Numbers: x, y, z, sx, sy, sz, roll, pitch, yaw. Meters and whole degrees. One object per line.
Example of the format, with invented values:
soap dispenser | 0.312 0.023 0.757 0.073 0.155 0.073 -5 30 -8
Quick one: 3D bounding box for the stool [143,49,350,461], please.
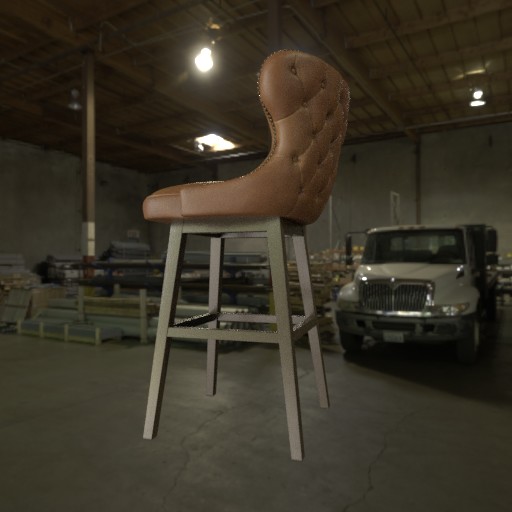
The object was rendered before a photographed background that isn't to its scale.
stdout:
stool | 0.000 0.000 1.455 0.606 1.087 0.591 0 -1 18
